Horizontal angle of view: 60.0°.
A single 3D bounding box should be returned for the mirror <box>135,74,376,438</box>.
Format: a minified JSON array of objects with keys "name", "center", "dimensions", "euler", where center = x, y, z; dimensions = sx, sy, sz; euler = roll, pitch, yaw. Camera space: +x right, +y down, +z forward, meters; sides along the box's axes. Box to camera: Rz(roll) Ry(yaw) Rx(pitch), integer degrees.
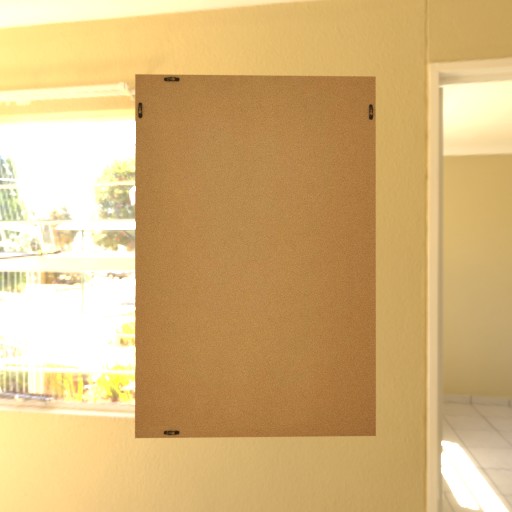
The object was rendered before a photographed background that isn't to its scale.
[{"name":"mirror","center":[0.000,0.000,1.136],"dimensions":[0.609,0.915,0.040],"euler":[0,0,-1]}]
